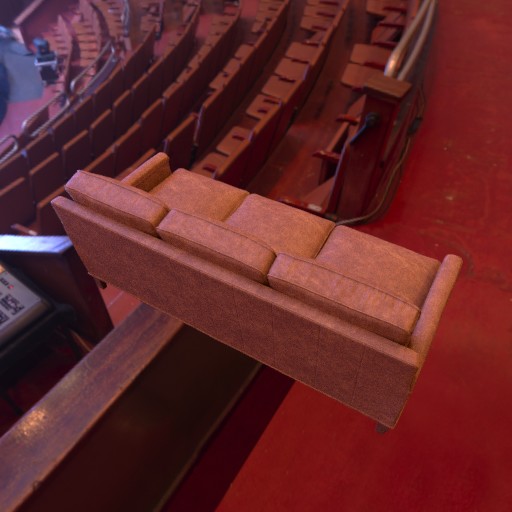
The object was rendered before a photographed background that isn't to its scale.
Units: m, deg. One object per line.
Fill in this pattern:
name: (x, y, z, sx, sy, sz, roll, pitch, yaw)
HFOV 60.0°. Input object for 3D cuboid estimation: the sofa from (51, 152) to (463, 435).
sofa: (0.000, 0.000, 2.759, 2.246, 1.003, 1.084, 23, 49, 21)
